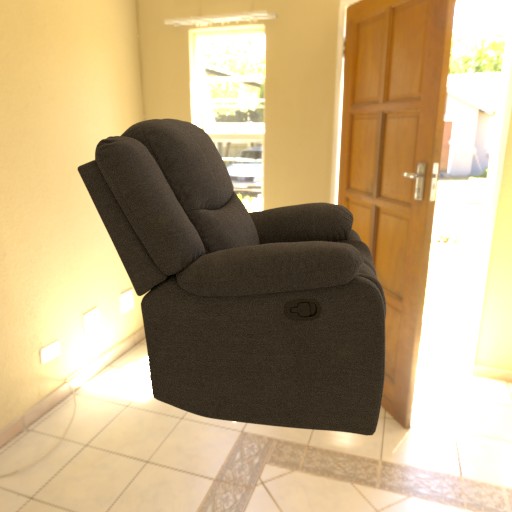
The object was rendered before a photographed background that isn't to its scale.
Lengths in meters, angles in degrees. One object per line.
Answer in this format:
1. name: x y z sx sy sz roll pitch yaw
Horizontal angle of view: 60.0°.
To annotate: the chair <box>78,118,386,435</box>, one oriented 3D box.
1. chair: 0.000 0.000 1.699 0.944 1.008 0.899 3 16 9
